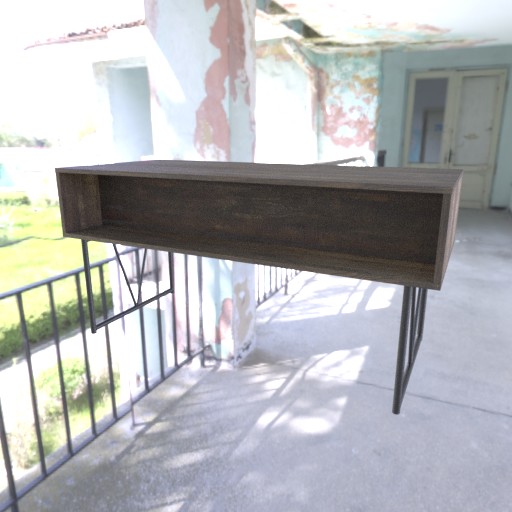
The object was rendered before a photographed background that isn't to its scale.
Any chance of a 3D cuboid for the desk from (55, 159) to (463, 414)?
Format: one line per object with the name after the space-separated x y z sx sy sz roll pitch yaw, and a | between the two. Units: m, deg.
0.000 0.000 2.008 1.600 0.780 0.730 8 17 26 | desk
